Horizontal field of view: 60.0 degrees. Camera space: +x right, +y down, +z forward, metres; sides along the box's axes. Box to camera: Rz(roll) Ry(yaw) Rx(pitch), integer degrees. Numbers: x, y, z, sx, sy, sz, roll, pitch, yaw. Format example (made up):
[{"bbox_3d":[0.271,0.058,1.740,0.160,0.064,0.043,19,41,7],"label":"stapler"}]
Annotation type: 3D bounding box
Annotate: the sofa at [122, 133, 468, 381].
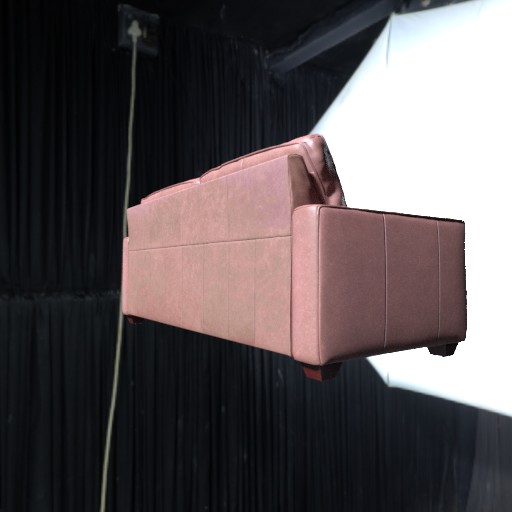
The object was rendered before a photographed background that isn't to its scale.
[{"bbox_3d":[0.000,0.000,2.565,0.940,0.919,2.080,1,-2,-34],"label":"sofa"}]
